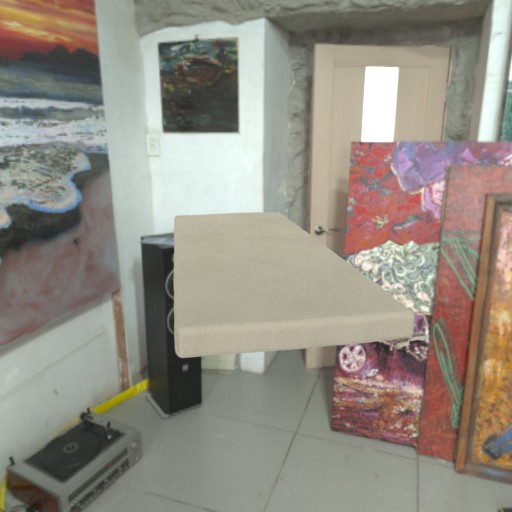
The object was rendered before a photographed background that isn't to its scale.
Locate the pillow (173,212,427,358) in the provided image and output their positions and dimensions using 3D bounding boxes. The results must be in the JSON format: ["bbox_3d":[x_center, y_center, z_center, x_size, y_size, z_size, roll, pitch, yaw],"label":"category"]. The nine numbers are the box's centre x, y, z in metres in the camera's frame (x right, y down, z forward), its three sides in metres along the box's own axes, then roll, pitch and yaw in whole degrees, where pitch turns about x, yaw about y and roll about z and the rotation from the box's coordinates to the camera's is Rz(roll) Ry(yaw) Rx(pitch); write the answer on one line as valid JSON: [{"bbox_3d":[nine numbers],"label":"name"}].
[{"bbox_3d":[0.000,0.000,1.350,0.492,0.081,1.187,-3,16,-10],"label":"pillow"}]
